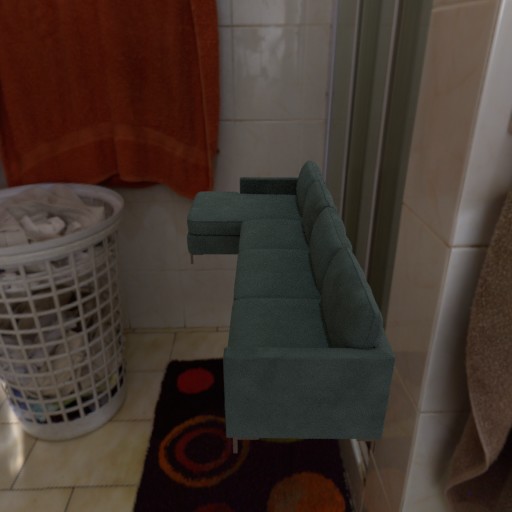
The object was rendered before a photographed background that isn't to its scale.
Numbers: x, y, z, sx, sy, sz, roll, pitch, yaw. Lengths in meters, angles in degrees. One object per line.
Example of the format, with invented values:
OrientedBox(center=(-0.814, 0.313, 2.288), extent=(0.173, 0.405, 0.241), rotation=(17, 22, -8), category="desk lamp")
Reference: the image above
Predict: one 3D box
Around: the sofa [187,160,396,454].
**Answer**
OrientedBox(center=(0.000, 0.000, 3.936), extent=(1.500, 0.967, 3.400), rotation=(0, 26, 1), category="sofa")
